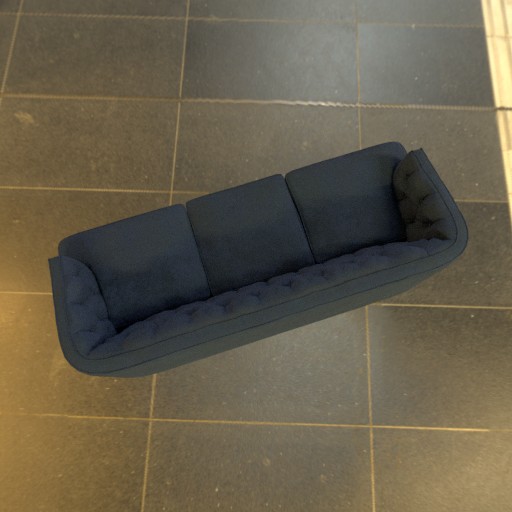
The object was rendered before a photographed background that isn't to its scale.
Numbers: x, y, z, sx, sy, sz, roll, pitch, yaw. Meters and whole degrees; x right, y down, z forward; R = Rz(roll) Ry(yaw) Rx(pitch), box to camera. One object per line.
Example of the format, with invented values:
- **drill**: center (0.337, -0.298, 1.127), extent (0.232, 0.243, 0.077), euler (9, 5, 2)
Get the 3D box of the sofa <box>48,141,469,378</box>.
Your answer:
- **sofa**: center (0.000, 0.000, 2.711), extent (2.278, 0.855, 0.941), euler (-17, 75, -5)
